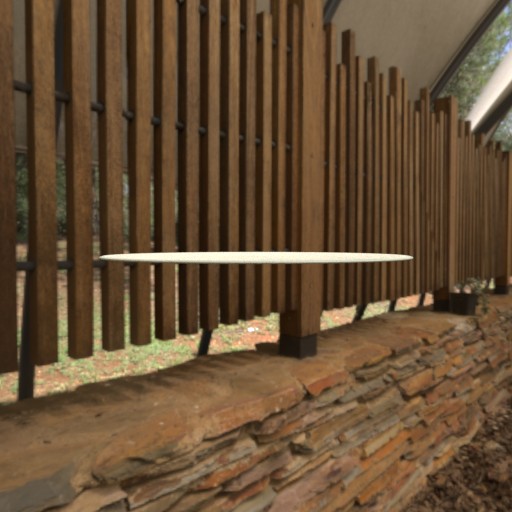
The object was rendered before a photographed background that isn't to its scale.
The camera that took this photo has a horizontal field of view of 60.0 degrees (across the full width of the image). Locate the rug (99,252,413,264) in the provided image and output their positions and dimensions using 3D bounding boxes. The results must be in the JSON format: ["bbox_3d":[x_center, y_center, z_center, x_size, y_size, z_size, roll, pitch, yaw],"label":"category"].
[{"bbox_3d":[0.000,0.000,2.383,1.593,0.012,1.593,0,2,0],"label":"rug"}]
